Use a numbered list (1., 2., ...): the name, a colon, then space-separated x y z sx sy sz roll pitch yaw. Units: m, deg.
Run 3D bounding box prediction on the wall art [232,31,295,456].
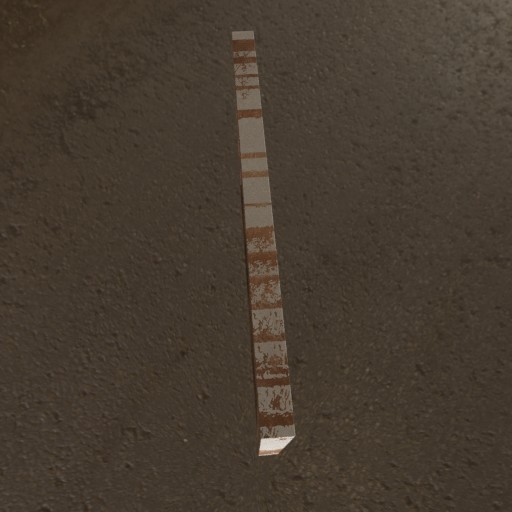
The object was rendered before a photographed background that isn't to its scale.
1. wall art: 0.000 0.000 0.760 0.035 0.405 0.609 -4 64 -2
